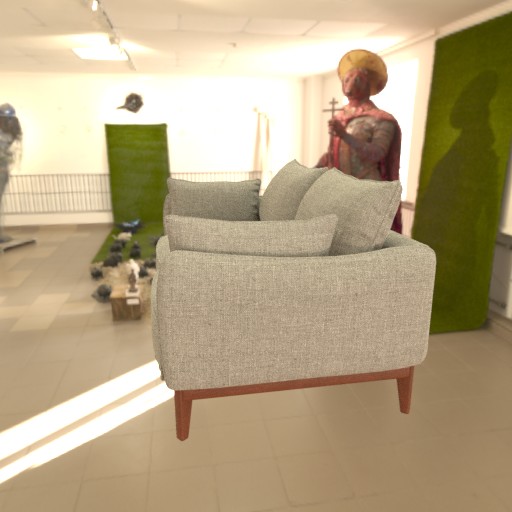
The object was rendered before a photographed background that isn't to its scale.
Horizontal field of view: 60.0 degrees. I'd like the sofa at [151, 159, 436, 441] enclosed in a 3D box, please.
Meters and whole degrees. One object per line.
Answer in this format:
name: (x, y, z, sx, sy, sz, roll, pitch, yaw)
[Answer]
sofa: (0.000, 0.000, 2.146, 0.972, 0.851, 1.580, -3, 15, -10)
